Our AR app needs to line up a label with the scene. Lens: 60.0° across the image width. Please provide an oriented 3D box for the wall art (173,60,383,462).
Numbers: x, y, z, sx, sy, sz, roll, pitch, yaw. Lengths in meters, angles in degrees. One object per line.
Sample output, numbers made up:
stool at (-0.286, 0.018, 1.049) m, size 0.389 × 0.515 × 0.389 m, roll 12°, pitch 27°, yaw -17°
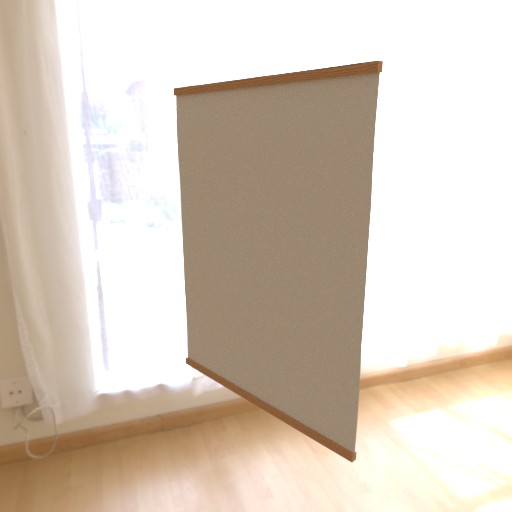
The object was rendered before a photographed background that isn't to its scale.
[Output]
wall art at (0.000, 0.000, 0.804) m, size 0.011 × 0.605 × 0.458 m, roll -14°, pitch 20°, yaw -42°
